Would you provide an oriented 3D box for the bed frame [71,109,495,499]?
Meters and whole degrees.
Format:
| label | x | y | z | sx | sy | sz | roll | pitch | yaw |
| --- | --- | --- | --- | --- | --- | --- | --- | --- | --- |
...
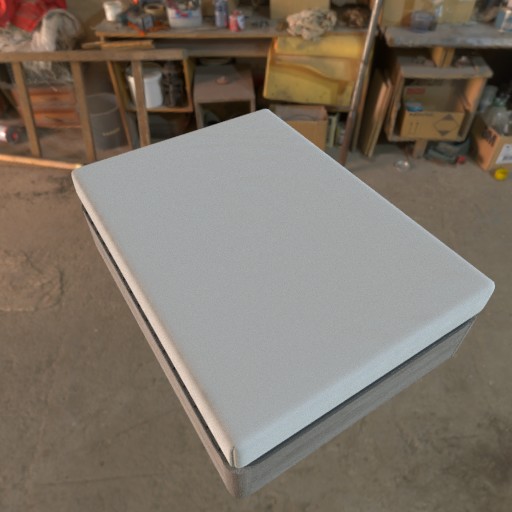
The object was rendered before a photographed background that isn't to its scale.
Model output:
| label | x | y | z | sx | sy | sz | roll | pitch | yaw |
| --- | --- | --- | --- | --- | --- | --- | --- | --- | --- |
| bed frame | 0.000 | 0.000 | 2.465 | 1.400 | 0.561 | 1.900 | -25 | 51 | -22 |
